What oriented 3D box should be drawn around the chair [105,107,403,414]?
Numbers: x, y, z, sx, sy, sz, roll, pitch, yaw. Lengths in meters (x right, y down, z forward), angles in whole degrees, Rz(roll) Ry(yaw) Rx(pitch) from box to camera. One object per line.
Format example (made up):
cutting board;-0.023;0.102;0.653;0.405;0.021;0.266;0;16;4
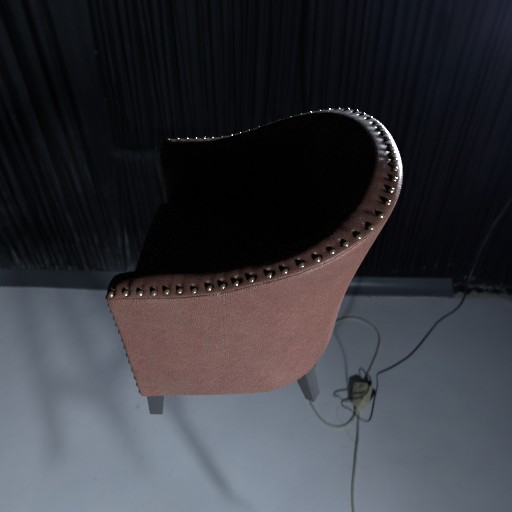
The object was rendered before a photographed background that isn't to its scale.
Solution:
chair;0.000;0.000;1.448;0.748;0.823;0.794;1;41;1
